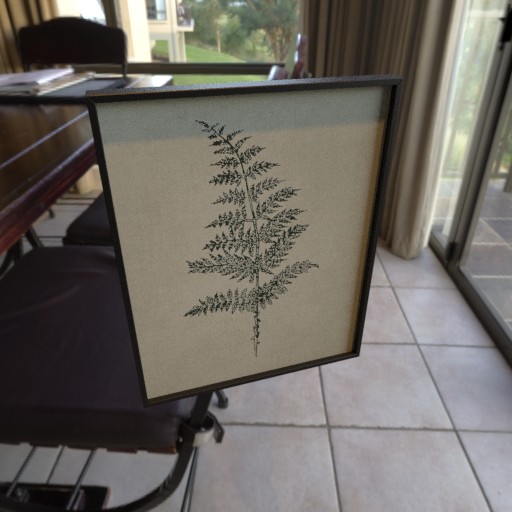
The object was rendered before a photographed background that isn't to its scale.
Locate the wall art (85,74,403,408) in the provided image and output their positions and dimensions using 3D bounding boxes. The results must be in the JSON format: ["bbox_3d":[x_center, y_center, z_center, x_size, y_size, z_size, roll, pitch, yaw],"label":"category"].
[{"bbox_3d":[0.000,0.000,0.756,0.449,0.555,0.039,-9,32,-15],"label":"wall art"}]
